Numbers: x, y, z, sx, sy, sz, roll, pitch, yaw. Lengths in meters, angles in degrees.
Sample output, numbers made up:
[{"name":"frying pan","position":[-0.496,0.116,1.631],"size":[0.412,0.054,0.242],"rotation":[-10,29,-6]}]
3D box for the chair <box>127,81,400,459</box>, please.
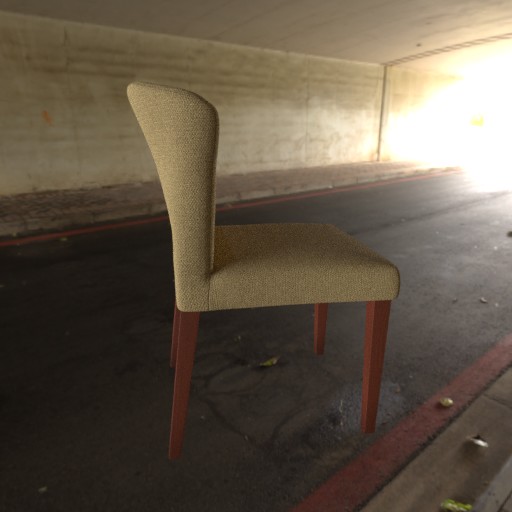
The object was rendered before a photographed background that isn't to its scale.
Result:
[{"name":"chair","position":[0.000,0.000,1.165],"size":[0.589,0.839,0.491],"rotation":[-3,17,-10]}]
